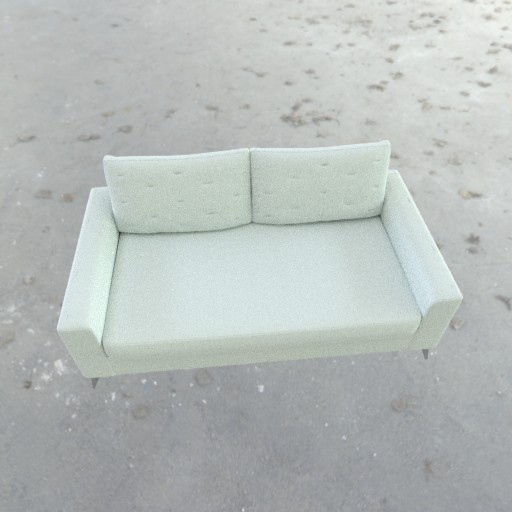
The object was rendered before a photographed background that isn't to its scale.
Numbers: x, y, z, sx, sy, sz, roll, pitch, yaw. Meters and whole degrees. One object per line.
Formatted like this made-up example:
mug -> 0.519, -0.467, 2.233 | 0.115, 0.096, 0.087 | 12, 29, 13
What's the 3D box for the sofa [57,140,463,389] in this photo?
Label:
sofa -> 0.000, 0.000, 2.134 | 1.650, 0.790, 0.920 | -4, 47, -4
